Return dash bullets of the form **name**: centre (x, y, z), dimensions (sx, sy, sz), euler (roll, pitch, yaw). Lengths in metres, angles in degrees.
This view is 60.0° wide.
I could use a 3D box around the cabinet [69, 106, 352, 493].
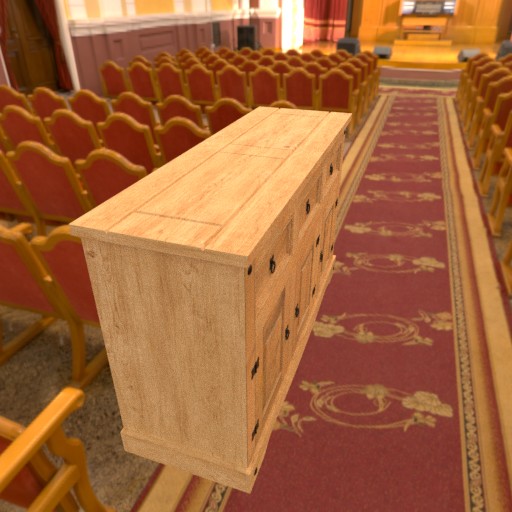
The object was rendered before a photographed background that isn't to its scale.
- **cabinet**: centre (0.000, 0.000, 1.681), dimensions (0.432, 0.810, 1.321), euler (10, 32, 17)
